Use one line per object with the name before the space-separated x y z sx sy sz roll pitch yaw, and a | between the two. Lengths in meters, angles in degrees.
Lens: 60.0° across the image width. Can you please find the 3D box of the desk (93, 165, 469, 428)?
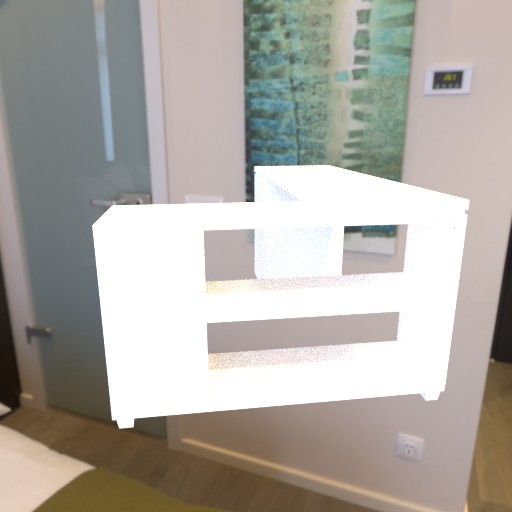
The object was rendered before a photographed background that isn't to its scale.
desk | 0.000 0.000 2.206 1.199 0.759 1.524 -2 16 -8
